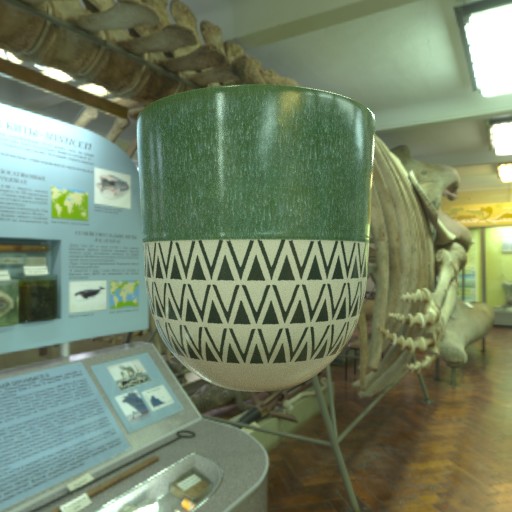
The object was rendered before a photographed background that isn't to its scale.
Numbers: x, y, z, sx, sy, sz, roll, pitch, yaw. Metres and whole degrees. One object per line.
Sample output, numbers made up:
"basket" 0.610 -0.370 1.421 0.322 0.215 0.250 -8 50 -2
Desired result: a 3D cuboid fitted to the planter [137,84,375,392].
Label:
"planter" 0.000 0.000 0.373 0.195 0.214 0.195 0 0 0
